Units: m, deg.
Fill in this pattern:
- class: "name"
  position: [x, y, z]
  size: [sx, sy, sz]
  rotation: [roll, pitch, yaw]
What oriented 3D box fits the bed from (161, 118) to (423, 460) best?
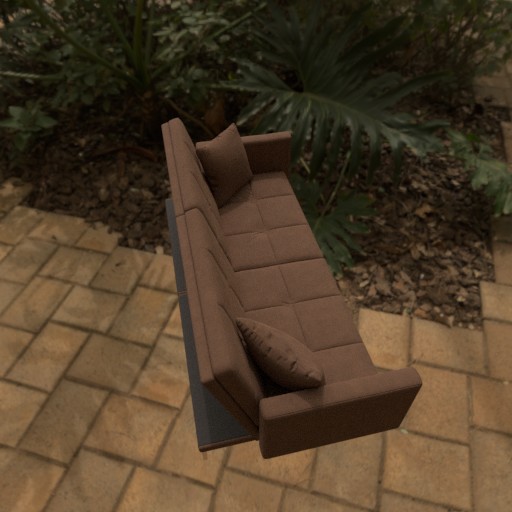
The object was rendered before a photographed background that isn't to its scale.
- class: "bed"
  position: [0.000, 0.000, 2.369]
  size: [0.889, 0.787, 1.905]
  rotation: [-9, 47, -9]
